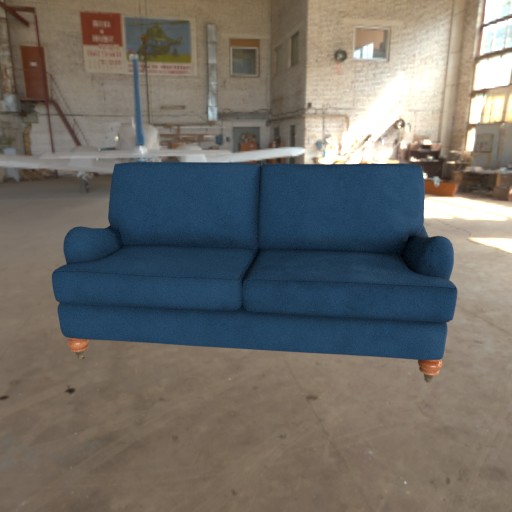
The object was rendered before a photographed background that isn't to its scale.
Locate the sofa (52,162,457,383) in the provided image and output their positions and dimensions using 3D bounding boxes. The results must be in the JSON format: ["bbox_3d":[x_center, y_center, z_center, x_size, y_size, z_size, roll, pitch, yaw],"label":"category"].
[{"bbox_3d":[0.000,0.000,2.725,2.141,1.101,1.084,2,15,7],"label":"sofa"}]
